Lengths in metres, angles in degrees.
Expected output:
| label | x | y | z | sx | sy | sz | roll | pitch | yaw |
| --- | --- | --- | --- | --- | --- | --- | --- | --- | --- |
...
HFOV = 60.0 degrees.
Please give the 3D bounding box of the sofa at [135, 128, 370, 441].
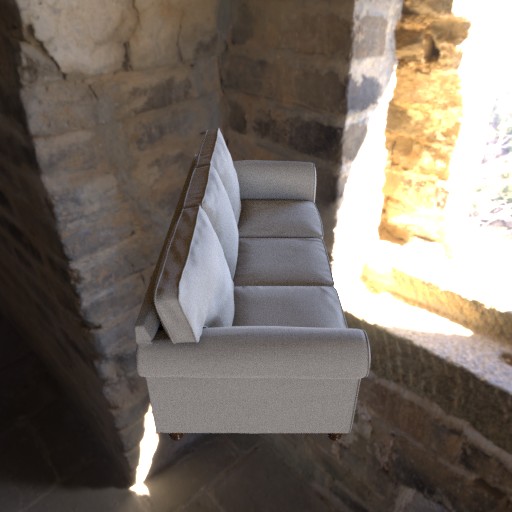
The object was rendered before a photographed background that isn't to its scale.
| label | x | y | z | sx | sy | sz | roll | pitch | yaw |
| --- | --- | --- | --- | --- | --- | --- | --- | --- | --- |
| sofa | 0.000 | 0.000 | 2.628 | 0.916 | 0.961 | 2.084 | 0 | 32 | 0 |
